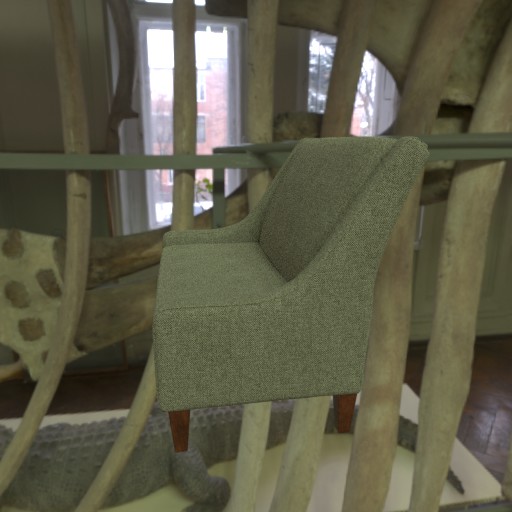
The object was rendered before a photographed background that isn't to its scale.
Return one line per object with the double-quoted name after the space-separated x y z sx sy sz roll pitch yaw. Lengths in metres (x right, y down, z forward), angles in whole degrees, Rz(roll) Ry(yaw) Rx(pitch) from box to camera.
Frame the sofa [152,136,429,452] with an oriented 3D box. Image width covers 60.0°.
0.000 0.000 1.965 0.870 1.021 1.242 -3 15 -10 "sofa"
